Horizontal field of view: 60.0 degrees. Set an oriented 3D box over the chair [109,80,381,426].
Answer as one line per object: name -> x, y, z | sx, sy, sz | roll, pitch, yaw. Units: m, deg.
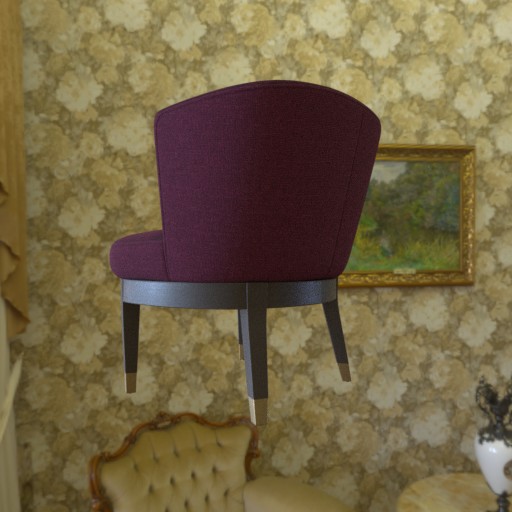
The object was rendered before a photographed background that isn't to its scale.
chair -> 0.000, 0.000, 1.280 | 0.660, 0.760, 0.700 | 0, 0, 37
